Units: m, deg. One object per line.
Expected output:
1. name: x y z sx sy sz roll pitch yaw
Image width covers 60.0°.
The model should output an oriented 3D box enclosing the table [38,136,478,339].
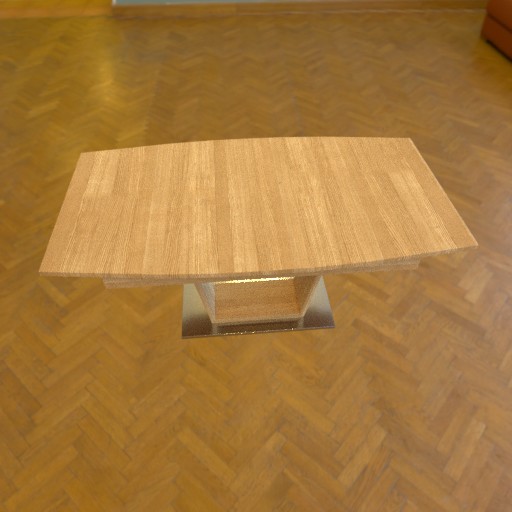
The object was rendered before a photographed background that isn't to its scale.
1. table: 0.000 0.000 2.138 1.598 0.748 0.900 -3 45 -3
